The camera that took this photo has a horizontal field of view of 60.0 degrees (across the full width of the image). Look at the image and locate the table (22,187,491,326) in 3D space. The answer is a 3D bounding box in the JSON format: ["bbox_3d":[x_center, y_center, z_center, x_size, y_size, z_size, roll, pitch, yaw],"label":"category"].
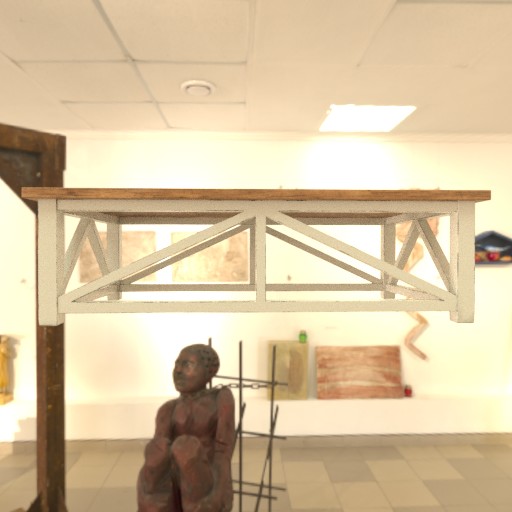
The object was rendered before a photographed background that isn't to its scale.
[{"bbox_3d":[0.000,0.000,1.722,1.400,0.410,0.800,0,1,-2],"label":"table"}]
